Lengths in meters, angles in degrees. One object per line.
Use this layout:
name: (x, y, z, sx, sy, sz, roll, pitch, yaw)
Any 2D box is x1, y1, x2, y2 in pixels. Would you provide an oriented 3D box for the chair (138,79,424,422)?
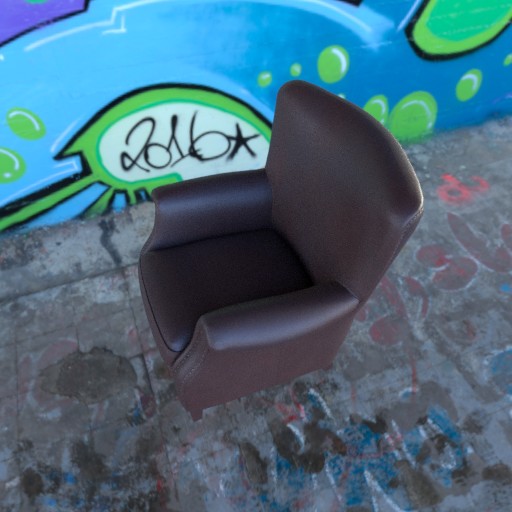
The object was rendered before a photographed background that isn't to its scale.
chair: (0.000, 0.000, 1.401, 0.746, 0.800, 0.700, -17, 50, -15)
